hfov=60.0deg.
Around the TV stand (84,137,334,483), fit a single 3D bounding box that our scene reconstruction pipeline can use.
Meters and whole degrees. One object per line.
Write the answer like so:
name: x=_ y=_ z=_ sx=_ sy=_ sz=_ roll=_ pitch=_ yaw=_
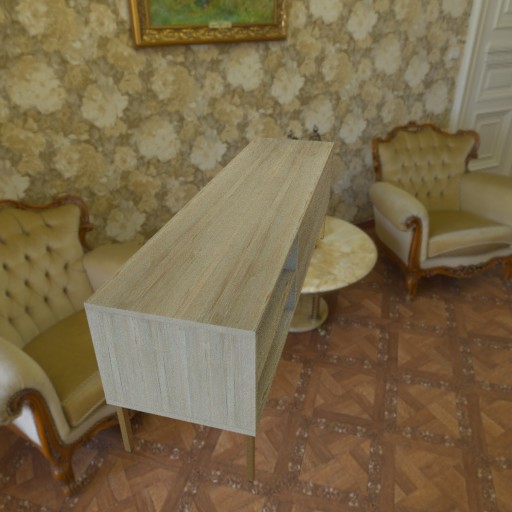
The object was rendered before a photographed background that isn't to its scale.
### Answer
TV stand: x=0.000 y=0.000 z=1.810 sx=0.420 sy=0.550 sz=1.600 roll=7 pitch=30 yaw=13
